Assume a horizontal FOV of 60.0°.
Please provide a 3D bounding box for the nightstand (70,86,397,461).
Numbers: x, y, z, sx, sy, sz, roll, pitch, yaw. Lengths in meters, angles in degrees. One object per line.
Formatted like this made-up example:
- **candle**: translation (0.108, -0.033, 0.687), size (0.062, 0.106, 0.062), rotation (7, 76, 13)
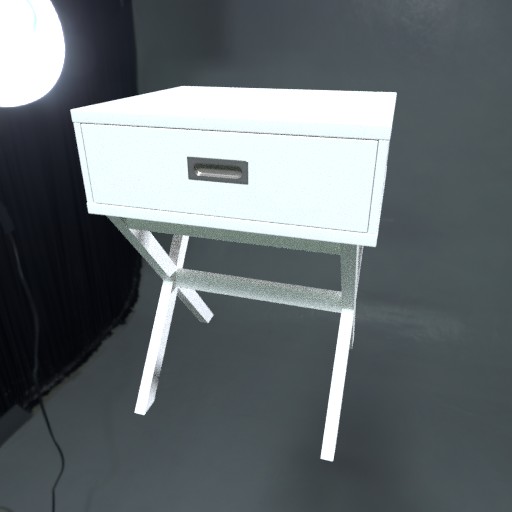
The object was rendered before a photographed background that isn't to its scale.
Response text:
- **nightstand**: translation (0.000, 0.000, 0.931), size (0.479, 0.623, 0.402), rotation (8, 27, 15)
